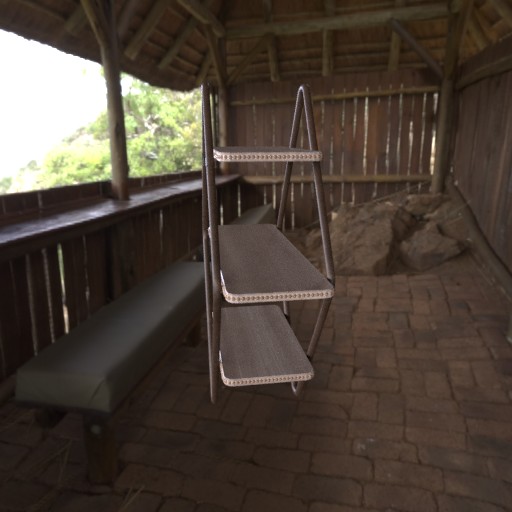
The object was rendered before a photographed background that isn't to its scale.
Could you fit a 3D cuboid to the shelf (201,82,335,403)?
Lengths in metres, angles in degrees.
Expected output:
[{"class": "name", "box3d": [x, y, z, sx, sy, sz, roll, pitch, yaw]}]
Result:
[{"class": "shelf", "box3d": [0.000, 0.000, 1.056, 0.234, 0.774, 0.609, -2, 16, -8]}]
